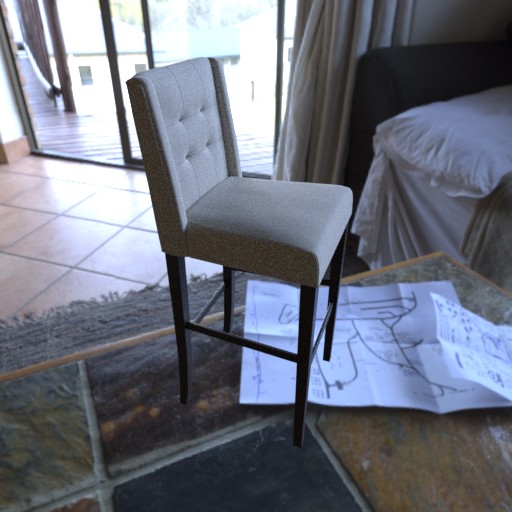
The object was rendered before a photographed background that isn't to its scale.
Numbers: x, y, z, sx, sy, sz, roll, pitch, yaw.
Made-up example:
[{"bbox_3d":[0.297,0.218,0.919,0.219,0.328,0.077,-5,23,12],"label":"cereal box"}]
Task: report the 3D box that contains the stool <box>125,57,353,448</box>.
[{"bbox_3d":[0.000,0.000,1.416,0.509,1.116,0.474,11,32,18],"label":"stool"}]
